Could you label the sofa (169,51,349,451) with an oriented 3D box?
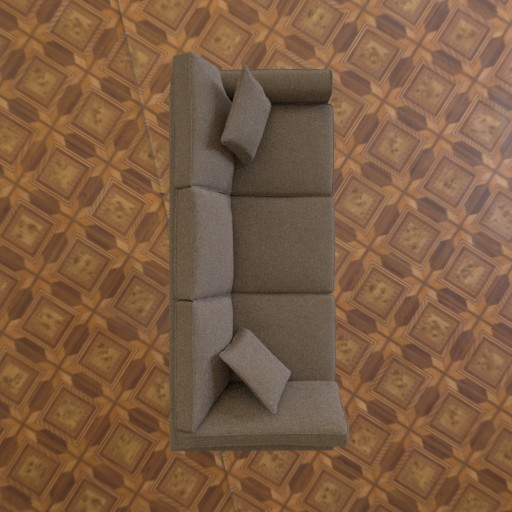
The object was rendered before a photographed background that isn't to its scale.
[{"bbox_3d":[0.000,0.000,2.891,1.061,0.962,2.317,0,90,0],"label":"sofa"}]
